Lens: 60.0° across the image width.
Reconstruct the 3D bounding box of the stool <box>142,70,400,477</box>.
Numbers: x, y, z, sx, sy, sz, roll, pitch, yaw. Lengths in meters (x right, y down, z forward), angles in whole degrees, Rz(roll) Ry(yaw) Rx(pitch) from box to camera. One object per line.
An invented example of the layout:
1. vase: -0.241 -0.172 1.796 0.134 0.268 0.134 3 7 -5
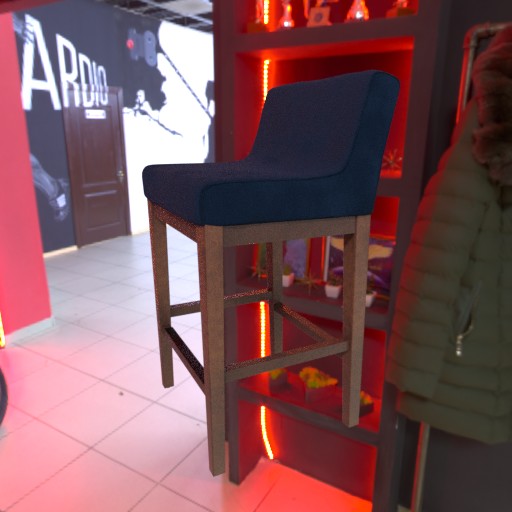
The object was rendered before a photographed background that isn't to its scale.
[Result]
1. stool: 0.000 0.000 1.244 0.516 0.945 0.511 -8 18 -26
